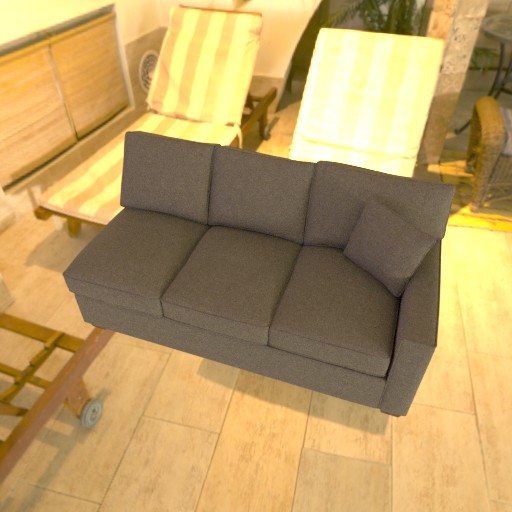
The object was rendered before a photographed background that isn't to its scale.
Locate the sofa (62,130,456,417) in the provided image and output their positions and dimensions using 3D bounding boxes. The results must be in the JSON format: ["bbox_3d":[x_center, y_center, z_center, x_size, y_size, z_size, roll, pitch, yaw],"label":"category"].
[{"bbox_3d":[0.000,0.000,2.561,1.963,0.946,1.034,13,43,14],"label":"sofa"}]
